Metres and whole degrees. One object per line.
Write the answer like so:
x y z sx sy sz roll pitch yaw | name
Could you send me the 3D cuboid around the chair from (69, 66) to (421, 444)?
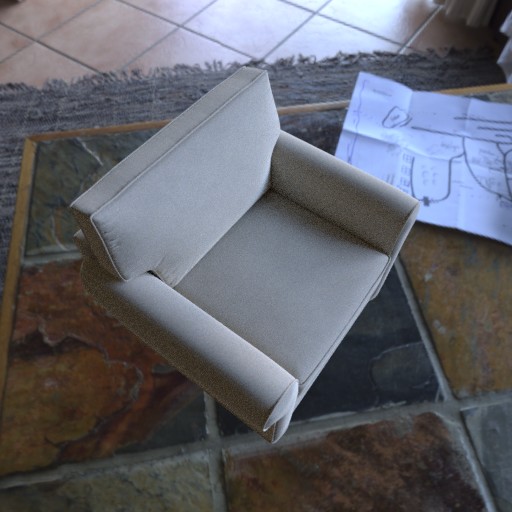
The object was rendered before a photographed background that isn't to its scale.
0.000 0.000 1.713 0.863 0.955 1.040 32 63 19 | chair
